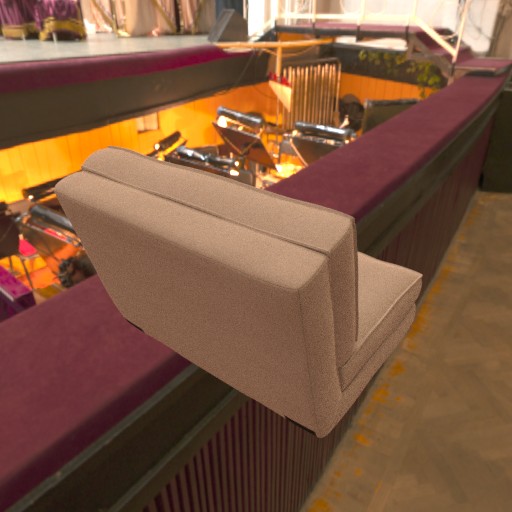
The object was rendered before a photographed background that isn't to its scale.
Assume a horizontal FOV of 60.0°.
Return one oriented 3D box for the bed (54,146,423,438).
[{"bbox_3d":[0.000,0.000,1.312,0.799,0.614,0.749,21,36,32],"label":"bed"}]
